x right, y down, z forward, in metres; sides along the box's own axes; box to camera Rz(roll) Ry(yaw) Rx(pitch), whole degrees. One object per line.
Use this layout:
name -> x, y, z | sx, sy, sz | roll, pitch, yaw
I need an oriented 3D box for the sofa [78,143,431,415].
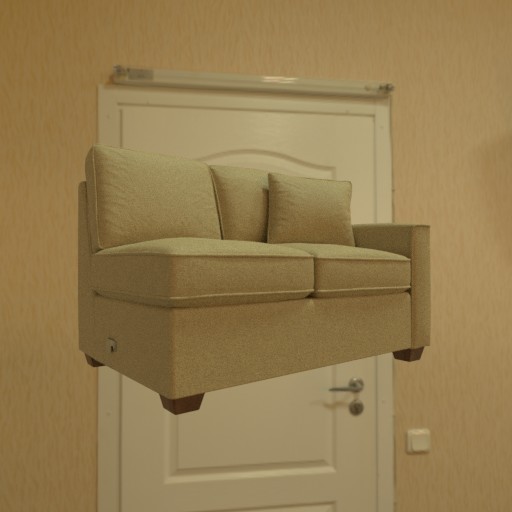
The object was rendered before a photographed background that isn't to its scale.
sofa -> 0.000, 0.000, 2.070 | 1.388, 0.989, 0.991 | 1, -1, -37
